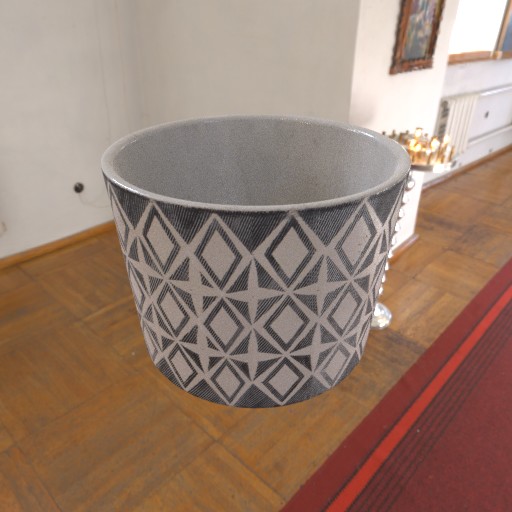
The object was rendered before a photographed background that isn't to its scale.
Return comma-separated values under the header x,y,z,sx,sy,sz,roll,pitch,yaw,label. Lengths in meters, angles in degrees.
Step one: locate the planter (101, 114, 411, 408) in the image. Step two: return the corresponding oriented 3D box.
x,y,z,sx,sy,sz,roll,pitch,yaw,label
0.000,0.000,0.442,0.260,0.220,0.260,0,30,0,planter
